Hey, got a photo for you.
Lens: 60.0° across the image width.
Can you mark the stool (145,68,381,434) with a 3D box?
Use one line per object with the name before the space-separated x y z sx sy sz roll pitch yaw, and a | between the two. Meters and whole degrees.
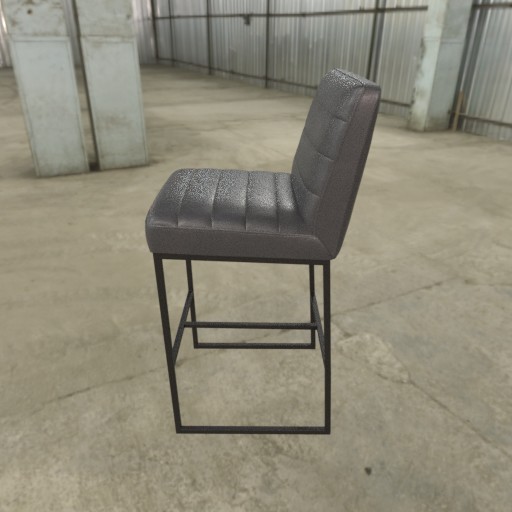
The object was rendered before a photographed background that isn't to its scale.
stool | 0.000 0.000 1.358 0.552 1.040 0.457 0 27 0
